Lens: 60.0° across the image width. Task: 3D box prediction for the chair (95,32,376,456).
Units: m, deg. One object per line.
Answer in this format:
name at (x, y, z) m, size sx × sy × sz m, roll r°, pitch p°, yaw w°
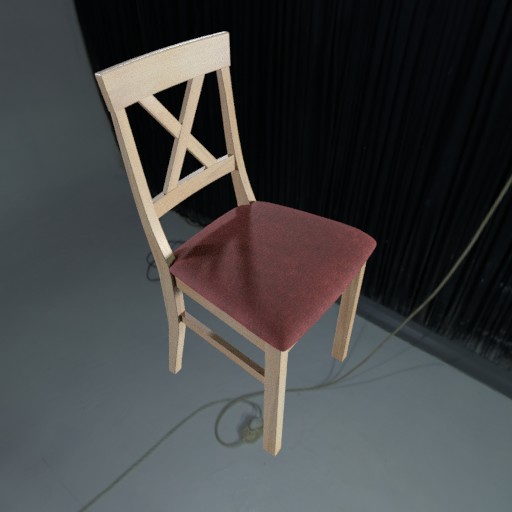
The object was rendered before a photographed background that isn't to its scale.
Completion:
chair at (0.000, 0.000, 1.122) m, size 0.492 × 0.912 × 0.439 m, roll 25°, pitch 46°, yaw 27°
